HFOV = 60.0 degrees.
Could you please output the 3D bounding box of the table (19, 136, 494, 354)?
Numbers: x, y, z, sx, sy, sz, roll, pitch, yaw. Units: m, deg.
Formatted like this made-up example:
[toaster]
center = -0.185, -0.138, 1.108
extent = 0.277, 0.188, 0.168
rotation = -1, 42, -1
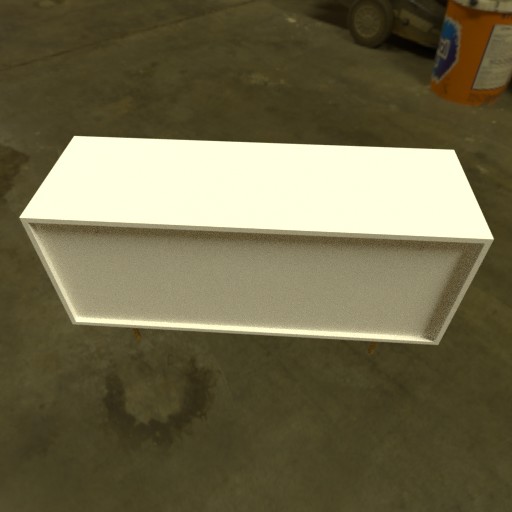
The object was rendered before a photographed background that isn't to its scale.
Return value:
[table]
center = 0.000, 0.000, 1.850
extent = 1.500, 0.769, 0.508
rotation = 3, 46, 3
